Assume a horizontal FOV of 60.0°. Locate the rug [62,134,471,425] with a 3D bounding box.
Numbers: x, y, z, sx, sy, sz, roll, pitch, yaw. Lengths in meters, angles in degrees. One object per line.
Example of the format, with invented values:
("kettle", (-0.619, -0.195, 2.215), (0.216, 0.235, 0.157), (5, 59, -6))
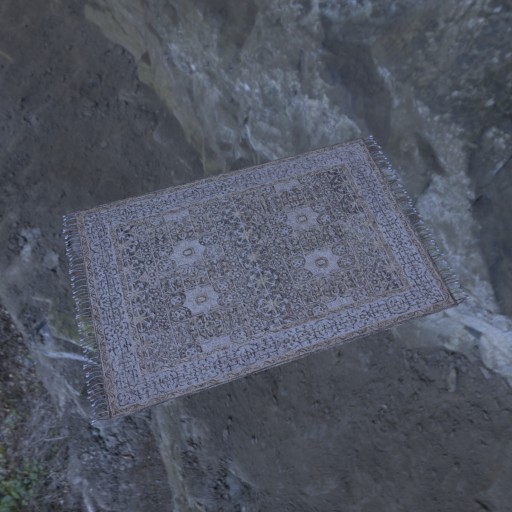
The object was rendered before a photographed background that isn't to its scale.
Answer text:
("rug", (0.000, 0.000, 2.494), (2.029, 0.010, 1.237), (-16, 64, -8))
